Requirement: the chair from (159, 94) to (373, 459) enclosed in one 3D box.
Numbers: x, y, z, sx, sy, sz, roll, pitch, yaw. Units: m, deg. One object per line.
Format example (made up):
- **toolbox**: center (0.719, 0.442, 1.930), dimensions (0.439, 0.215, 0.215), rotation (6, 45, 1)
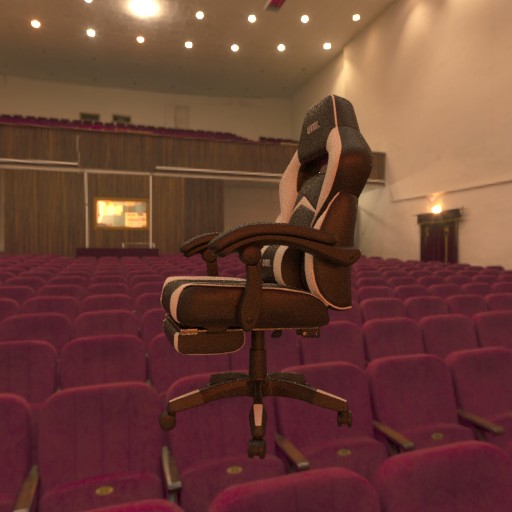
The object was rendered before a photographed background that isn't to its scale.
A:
- **chair**: center (0.000, 0.000, 1.635), dimensions (0.700, 1.200, 0.676), rotation (0, 0, -18)
